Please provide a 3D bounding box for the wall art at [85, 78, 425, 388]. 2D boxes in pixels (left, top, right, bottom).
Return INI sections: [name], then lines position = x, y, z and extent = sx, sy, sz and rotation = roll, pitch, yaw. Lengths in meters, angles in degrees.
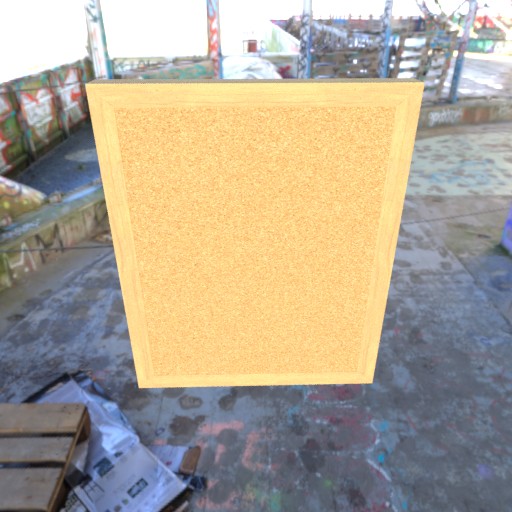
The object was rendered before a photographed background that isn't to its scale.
[wall art]
position = 0.000, 0.000, 0.512
extent = 0.312, 0.380, 0.030
rotation = -1, 29, -1
